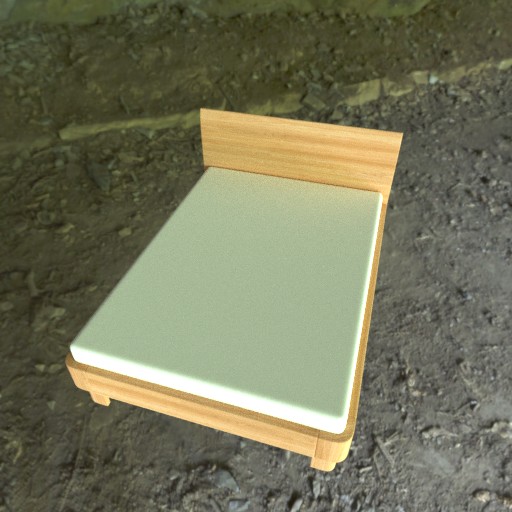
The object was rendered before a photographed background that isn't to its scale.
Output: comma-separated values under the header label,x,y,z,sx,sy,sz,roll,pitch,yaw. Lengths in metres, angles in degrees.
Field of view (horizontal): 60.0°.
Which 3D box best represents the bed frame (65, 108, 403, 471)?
label,x,y,z,sx,sy,sz,roll,pitch,yaw
bed frame,0.000,0.000,2.738,1.472,0.940,1.992,11,42,13
